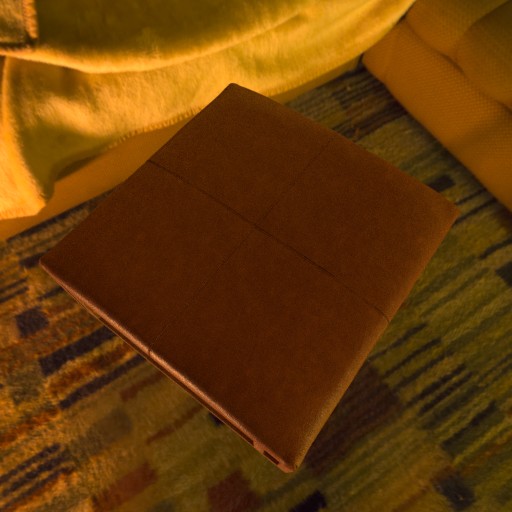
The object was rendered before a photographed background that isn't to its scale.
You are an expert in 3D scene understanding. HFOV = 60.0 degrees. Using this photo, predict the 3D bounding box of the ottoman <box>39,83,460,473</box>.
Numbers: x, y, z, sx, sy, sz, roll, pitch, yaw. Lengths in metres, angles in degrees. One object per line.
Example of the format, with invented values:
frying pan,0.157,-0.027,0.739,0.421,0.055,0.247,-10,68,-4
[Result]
ottoman,0.000,0.000,1.606,1.013,0.442,1.016,34,68,16
